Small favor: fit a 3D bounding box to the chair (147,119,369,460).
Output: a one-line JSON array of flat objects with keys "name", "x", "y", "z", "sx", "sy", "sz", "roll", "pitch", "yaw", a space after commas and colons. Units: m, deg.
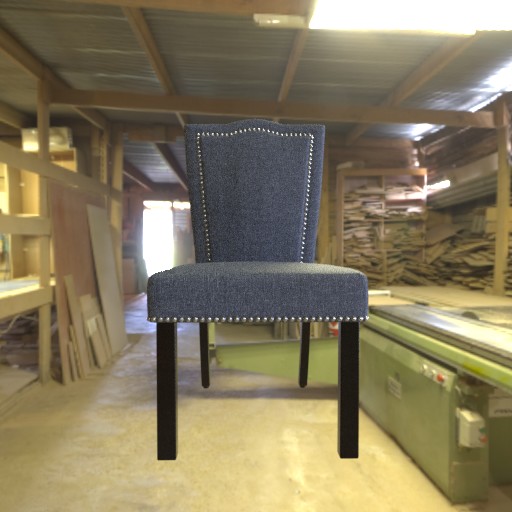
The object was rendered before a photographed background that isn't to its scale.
[{"name": "chair", "x": 0.000, "y": 0.000, "z": 1.300, "sx": 0.518, "sy": 0.946, "sz": 0.589, "roll": 0, "pitch": 1, "yaw": -1}]
